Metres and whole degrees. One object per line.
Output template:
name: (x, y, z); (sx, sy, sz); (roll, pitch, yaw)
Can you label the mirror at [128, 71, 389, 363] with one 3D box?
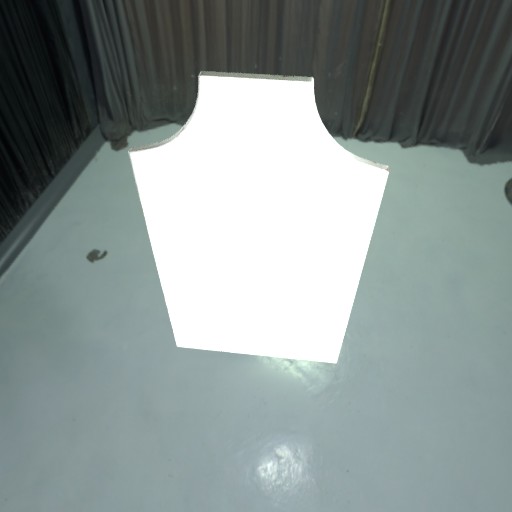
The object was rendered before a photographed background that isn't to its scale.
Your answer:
mirror: (0.000, 0.000, 0.854); (0.403, 0.717, 0.022); (5, 48, 5)
